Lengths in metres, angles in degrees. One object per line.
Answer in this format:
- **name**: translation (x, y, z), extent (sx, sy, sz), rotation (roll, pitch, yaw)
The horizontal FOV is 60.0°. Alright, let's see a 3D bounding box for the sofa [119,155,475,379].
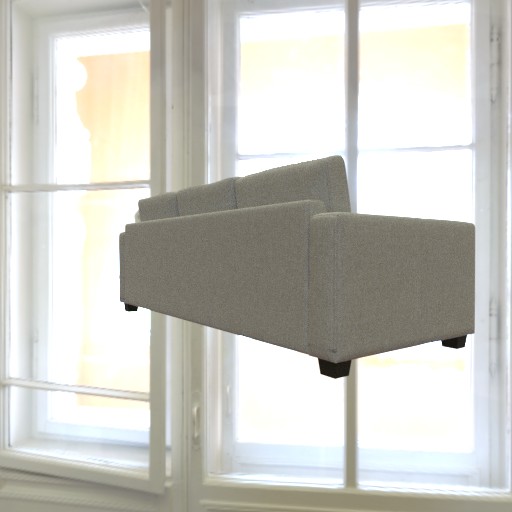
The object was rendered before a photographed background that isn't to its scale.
- **sofa**: translation (0.000, 0.000, 2.555), extent (0.900, 0.800, 2.120), rotation (-1, 1, -36)
